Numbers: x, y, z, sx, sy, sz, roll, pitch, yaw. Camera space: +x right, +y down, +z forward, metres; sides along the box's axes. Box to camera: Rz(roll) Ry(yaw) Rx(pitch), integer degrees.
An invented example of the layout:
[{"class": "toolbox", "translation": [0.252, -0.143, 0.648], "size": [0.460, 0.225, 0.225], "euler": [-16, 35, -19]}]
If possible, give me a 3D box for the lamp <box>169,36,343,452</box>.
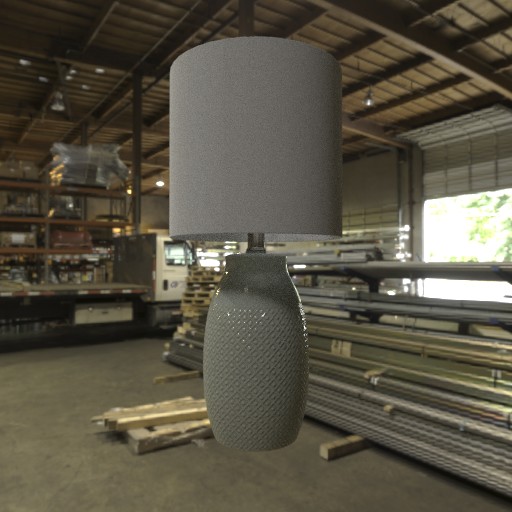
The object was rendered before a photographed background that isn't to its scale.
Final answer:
[{"class": "lamp", "translation": [0.000, 0.000, 0.565], "size": [0.217, 0.453, 0.217], "euler": [1, -1, -36]}]
